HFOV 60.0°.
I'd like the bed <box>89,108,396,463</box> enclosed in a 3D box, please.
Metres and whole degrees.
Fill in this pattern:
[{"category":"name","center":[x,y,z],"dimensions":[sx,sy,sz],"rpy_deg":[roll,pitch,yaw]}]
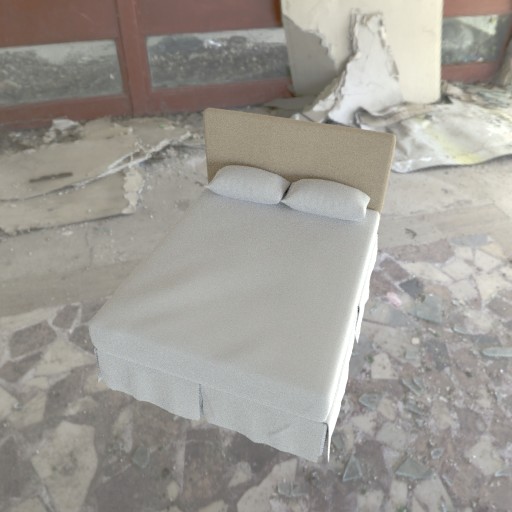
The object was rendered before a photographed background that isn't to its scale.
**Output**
[{"category":"bed","center":[0.000,0.000,3.337],"dimensions":[1.723,1.330,2.142],"rpy_deg":[13,41,15]}]
